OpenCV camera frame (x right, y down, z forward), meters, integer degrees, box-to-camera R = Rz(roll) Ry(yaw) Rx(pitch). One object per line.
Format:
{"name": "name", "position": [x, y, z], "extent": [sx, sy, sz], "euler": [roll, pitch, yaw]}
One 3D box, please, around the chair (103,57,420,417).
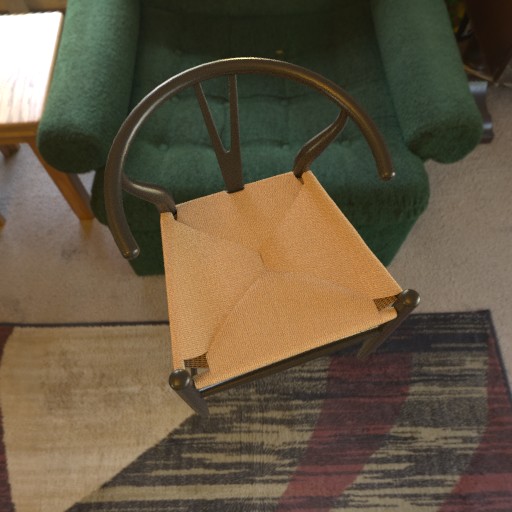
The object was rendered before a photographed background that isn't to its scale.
{"name": "chair", "position": [0.000, 0.000, 1.123], "extent": [0.570, 0.739, 0.570], "euler": [-18, 65, -9]}
